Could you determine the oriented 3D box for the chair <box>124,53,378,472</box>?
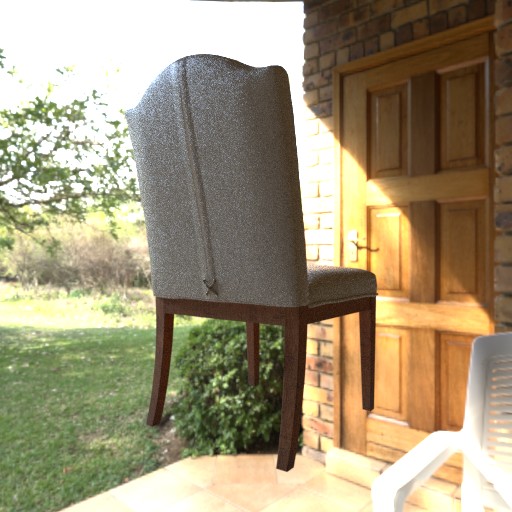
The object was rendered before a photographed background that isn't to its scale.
[{"bbox_3d":[0.000,0.000,1.361,0.534,1.012,0.648,0,0,36],"label":"chair"}]
